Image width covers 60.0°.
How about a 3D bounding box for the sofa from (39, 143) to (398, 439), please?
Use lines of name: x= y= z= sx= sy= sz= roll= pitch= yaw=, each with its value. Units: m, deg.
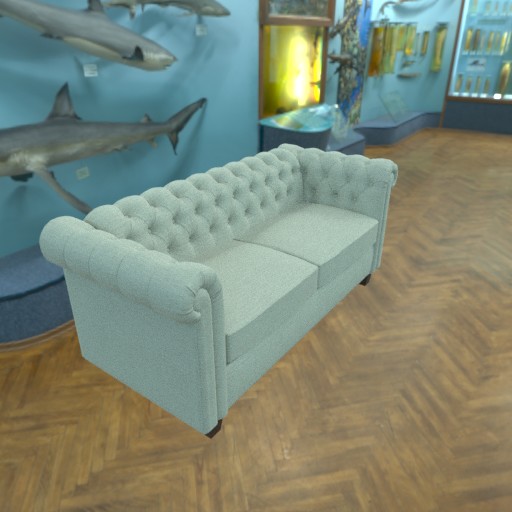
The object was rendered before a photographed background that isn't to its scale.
sofa: x=0.000 y=0.000 z=2.289 sx=0.783 sy=0.797 sz=1.798 roll=18 pitch=32 yaw=32
